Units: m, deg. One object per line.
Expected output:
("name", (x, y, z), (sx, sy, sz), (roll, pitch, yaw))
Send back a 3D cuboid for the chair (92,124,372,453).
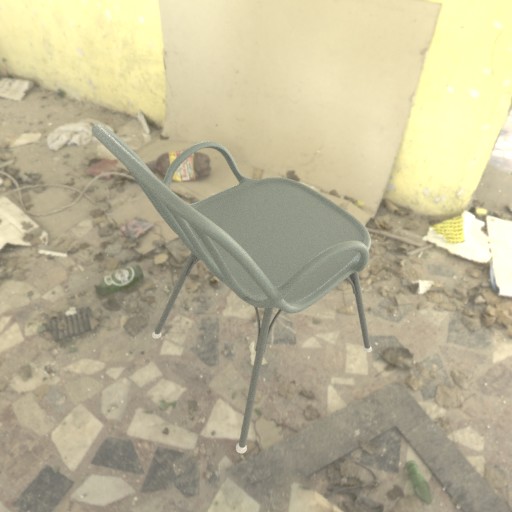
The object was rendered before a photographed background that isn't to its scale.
("chair", (0.000, 0.000, 1.183), (0.597, 0.816, 0.549), (-28, 50, -27))
